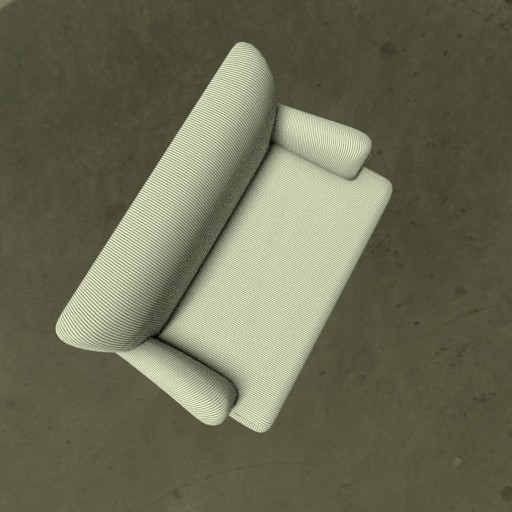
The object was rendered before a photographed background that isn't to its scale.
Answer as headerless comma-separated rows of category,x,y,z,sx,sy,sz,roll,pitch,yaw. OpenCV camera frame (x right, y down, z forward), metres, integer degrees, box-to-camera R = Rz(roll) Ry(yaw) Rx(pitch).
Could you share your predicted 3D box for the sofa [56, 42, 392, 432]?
sofa,0.000,0.000,1.832,0.779,0.889,1.297,29,80,6
